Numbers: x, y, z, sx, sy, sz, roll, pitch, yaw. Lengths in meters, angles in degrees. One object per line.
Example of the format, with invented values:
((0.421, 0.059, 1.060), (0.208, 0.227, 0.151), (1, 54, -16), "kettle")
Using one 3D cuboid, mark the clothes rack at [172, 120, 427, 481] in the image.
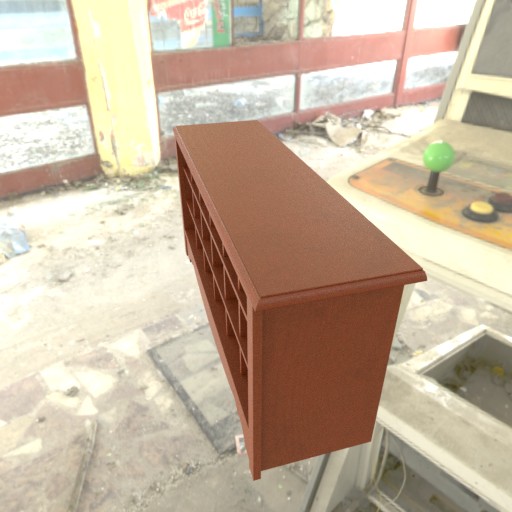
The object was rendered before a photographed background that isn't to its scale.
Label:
((0.000, 0.000, 1.514), (0.362, 0.594, 1.251), (-9, 32, -14), "clothes rack")
